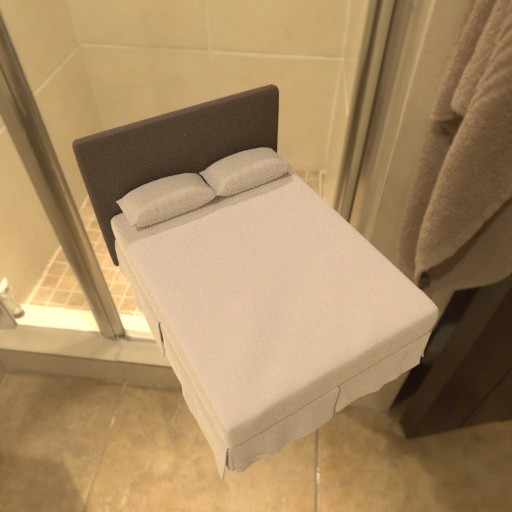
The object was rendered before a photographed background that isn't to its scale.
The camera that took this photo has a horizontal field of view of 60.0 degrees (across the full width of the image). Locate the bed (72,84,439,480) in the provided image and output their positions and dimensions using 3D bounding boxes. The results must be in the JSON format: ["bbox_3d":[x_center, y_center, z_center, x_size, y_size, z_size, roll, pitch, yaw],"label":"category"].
[{"bbox_3d":[0.000,0.000,3.178,1.723,1.330,2.142,-23,52,-20],"label":"bed"}]
